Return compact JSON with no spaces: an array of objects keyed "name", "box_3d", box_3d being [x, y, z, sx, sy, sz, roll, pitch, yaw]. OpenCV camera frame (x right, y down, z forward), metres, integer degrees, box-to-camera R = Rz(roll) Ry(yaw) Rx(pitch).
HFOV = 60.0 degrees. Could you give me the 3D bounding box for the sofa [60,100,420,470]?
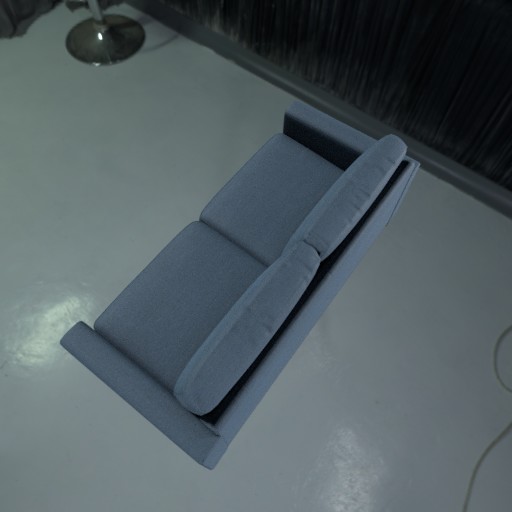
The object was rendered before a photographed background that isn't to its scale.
[{"name":"sofa","box_3d":[0.000,0.000,2.365,0.877,0.865,1.900,33,67,16]}]
